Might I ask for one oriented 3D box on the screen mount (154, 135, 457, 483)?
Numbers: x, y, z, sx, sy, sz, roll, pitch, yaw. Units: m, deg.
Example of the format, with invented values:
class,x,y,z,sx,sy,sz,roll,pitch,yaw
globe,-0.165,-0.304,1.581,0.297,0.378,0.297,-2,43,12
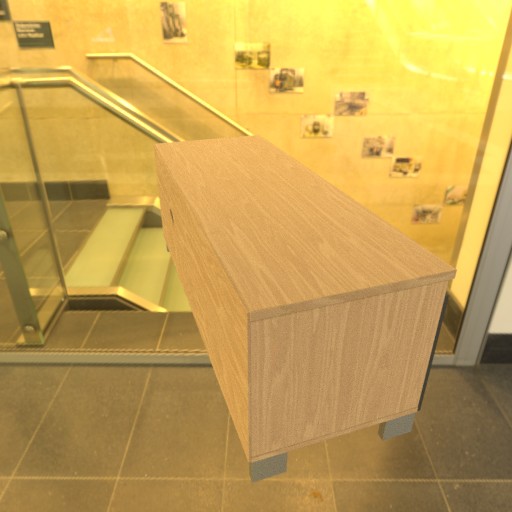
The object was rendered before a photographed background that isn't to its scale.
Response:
class,x,y,z,sx,sy,sz,roll,pitch,yaw
screen mount,0.000,0.000,1.307,0.406,0.432,1.084,-10,30,-17
